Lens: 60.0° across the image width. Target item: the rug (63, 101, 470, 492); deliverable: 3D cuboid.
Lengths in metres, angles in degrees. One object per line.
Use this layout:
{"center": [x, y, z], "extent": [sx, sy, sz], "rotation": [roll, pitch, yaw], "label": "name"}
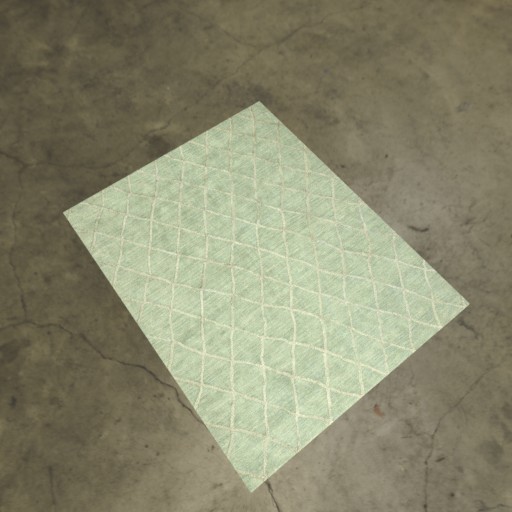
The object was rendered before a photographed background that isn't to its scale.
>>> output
{"center": [0.000, 0.000, 4.116], "extent": [2.420, 0.019, 3.039], "rotation": [-34, 68, -16], "label": "rug"}
